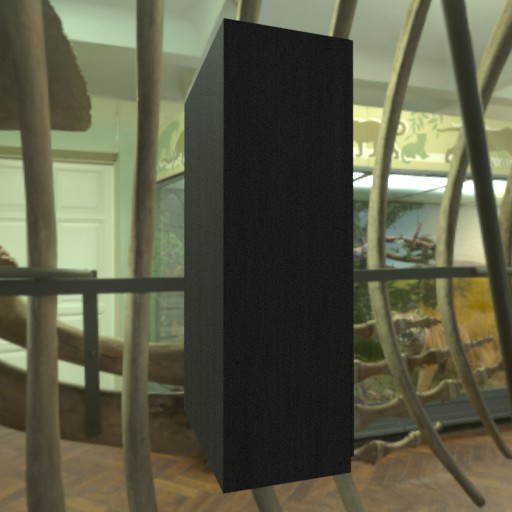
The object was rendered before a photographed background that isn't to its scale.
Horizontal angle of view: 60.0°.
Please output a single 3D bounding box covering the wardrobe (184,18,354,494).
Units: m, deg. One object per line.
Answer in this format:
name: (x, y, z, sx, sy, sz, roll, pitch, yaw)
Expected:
wardrobe: (0.000, 0.000, 2.241, 0.577, 1.808, 0.991, 0, 0, -18)
